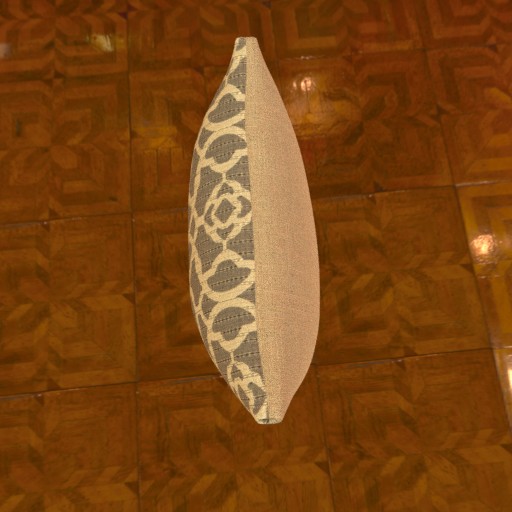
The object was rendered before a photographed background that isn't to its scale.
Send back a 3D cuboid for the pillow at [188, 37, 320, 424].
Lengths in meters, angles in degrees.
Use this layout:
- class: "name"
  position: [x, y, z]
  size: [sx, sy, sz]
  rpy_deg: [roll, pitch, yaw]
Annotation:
- class: "pillow"
  position: [0.000, 0.000, 0.778]
  size: [0.215, 0.498, 0.508]
  rpy_deg: [-3, 75, -1]
